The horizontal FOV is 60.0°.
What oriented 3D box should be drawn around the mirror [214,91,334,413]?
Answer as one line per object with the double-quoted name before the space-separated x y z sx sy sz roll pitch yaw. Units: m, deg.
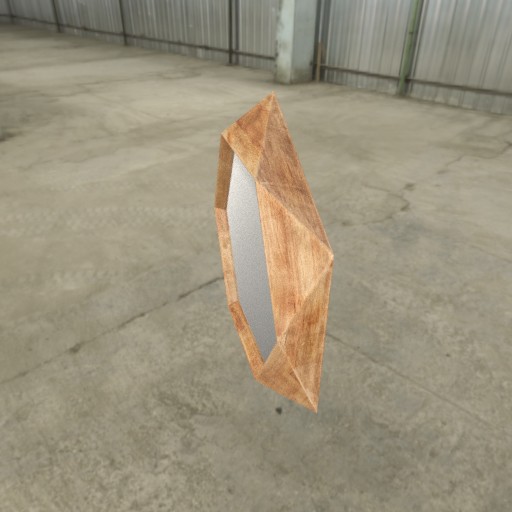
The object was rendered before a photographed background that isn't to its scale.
"mirror" 0.000 0.000 1.099 0.091 0.779 0.675 -8 33 -13
